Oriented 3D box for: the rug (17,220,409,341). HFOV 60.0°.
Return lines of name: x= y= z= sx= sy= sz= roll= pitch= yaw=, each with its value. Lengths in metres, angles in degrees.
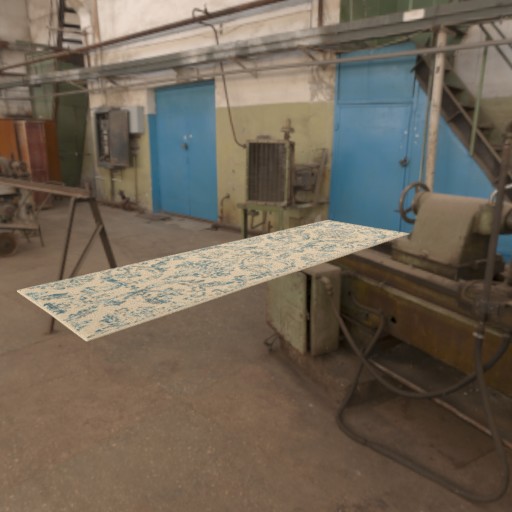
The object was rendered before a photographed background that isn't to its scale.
rug: x=0.000 y=0.000 z=2.391 sx=0.662 sy=0.011 sz=2.196 roll=15 pitch=22 yaw=43
